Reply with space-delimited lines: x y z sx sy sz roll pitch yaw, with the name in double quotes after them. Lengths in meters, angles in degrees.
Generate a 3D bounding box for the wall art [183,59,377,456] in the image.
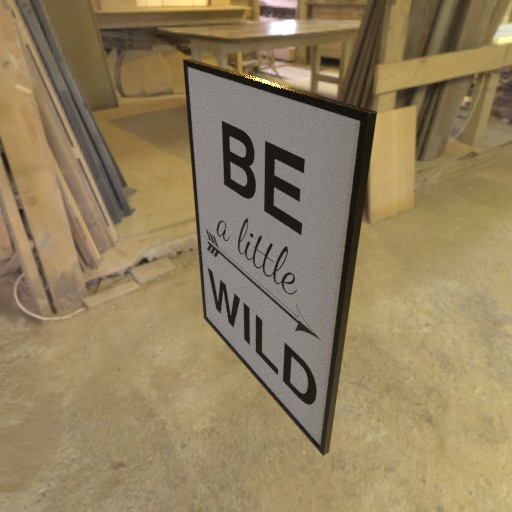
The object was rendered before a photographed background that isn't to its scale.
0.000 0.000 0.773 0.013 0.582 0.442 -19 37 -28 "wall art"
